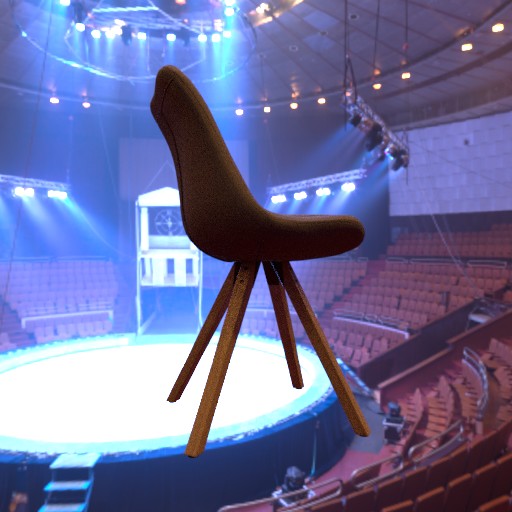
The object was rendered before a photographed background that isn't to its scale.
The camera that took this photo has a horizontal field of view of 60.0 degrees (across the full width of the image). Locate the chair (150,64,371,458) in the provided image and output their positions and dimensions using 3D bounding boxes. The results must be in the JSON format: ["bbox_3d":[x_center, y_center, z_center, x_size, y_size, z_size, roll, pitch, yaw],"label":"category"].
[{"bbox_3d":[0.000,0.000,1.199,0.547,0.865,0.483,0,0,-17],"label":"chair"}]
